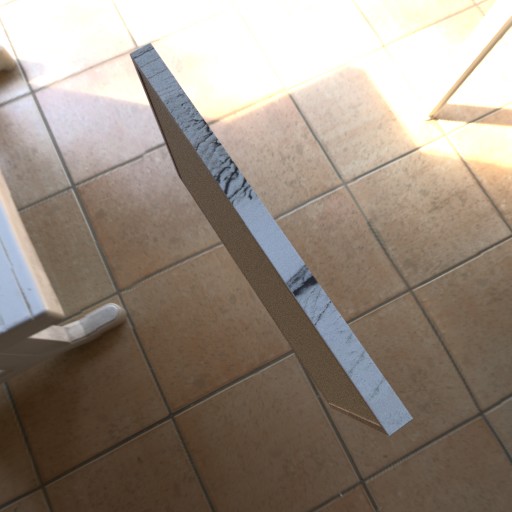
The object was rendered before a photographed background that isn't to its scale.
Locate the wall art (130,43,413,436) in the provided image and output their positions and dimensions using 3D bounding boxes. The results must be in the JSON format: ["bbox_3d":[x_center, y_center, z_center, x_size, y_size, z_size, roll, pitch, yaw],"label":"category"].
[{"bbox_3d":[0.000,0.000,0.771,0.035,0.407,0.613,-32,78,-8],"label":"wall art"}]
